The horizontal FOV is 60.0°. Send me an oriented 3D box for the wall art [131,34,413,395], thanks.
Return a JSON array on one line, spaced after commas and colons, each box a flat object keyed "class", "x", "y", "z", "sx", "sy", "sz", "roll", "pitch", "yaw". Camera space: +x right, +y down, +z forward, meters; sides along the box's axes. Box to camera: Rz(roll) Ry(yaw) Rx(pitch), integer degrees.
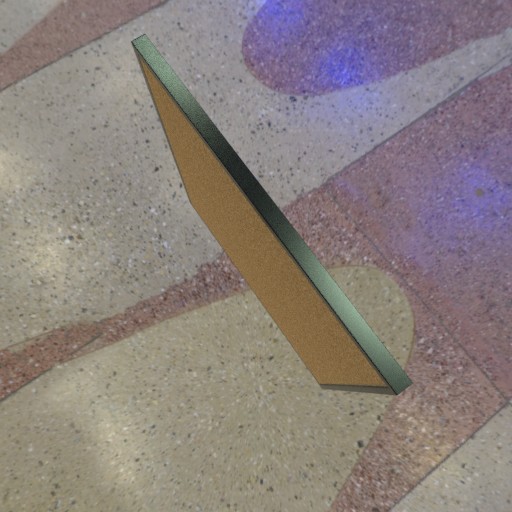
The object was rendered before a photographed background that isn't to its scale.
[{"class": "wall art", "x": 0.000, "y": 0.000, "z": 0.505, "sx": 0.014, "sy": 0.349, "sz": 0.349, "roll": -34, "pitch": 77, "yaw": -9}]
